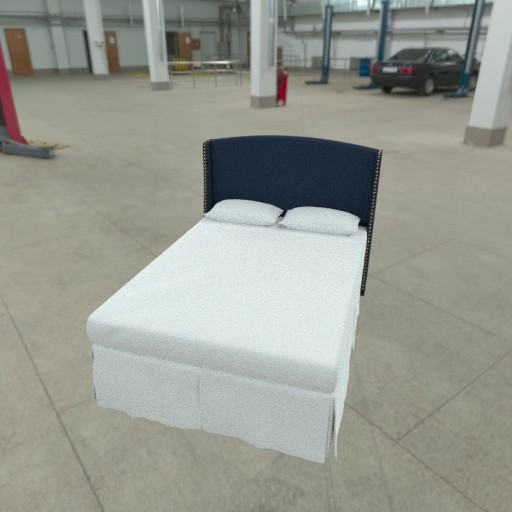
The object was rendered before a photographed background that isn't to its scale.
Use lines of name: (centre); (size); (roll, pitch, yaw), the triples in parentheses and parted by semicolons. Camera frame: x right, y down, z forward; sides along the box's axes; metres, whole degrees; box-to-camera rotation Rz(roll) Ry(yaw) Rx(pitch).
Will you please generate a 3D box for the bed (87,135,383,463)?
bed: (0.000, 0.000, 3.321); (1.604, 1.402, 2.223); (8, 27, 16)
